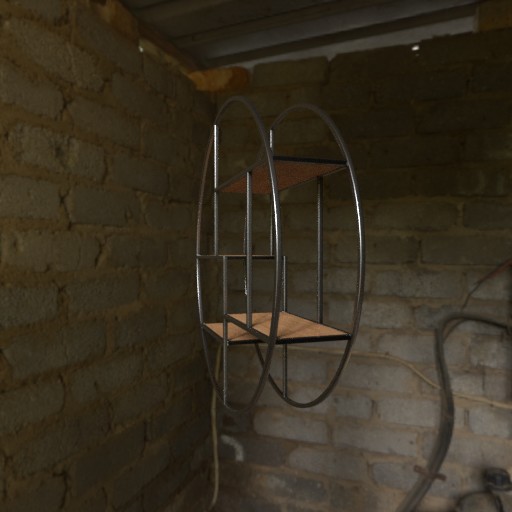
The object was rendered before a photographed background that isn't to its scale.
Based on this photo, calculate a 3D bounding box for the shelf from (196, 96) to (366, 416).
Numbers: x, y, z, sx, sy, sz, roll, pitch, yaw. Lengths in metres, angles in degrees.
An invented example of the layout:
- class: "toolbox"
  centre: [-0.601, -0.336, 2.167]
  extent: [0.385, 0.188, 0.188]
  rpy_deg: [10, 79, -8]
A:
- class: "shelf"
  centre: [0.000, 0.000, 1.330]
  extent: [0.202, 0.888, 0.888]
  rpy_deg: [0, 0, -18]
